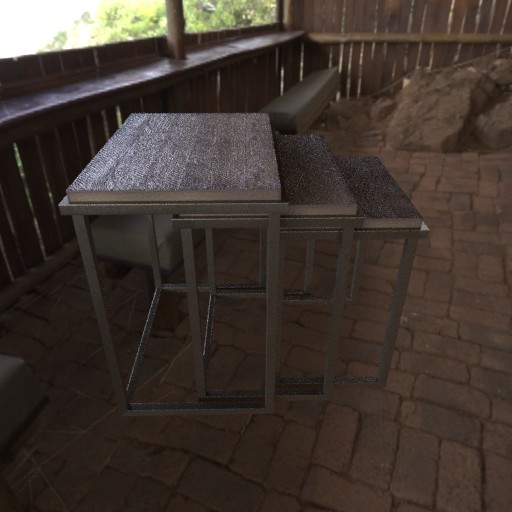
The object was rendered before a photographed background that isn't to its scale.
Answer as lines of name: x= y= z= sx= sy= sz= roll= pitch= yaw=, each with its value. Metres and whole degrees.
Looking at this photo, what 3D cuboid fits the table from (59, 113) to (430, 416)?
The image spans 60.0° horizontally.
table: x=0.000 y=0.000 z=1.172 sx=0.706 sy=0.610 sz=0.559 roll=-1 pitch=32 yaw=-1
